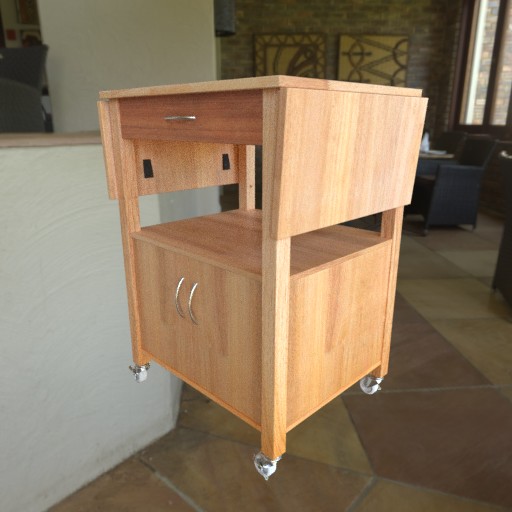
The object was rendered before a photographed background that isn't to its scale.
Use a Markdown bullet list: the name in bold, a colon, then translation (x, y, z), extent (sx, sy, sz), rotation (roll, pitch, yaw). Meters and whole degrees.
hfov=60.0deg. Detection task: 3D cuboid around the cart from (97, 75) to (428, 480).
- **cart**: translation (0.000, 0.000, 1.196), extent (0.640, 0.838, 0.508), rotation (16, 23, 42)
